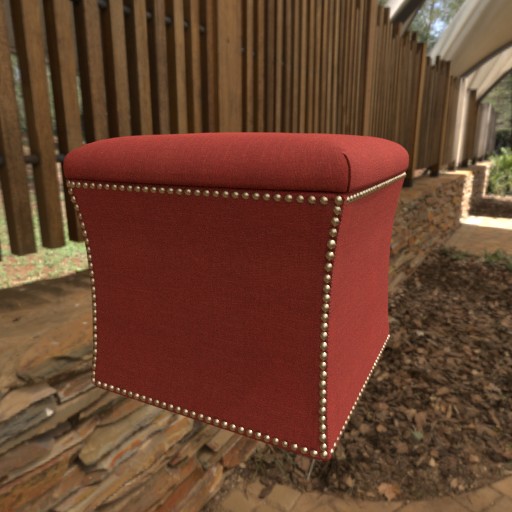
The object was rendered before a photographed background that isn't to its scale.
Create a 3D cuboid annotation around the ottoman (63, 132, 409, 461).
[{"bbox_3d":[0.000,0.000,0.885,0.507,0.475,0.497,7,17,26],"label":"ottoman"}]
